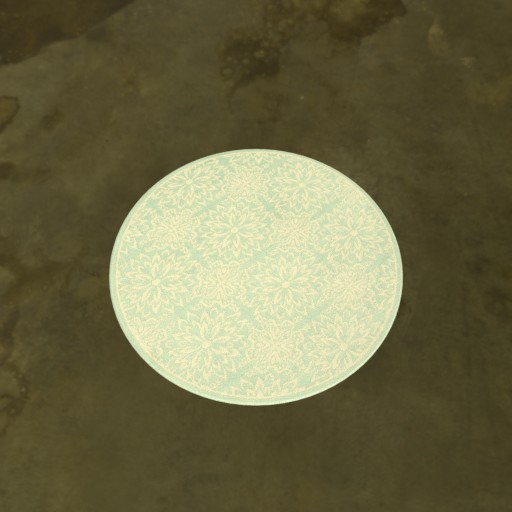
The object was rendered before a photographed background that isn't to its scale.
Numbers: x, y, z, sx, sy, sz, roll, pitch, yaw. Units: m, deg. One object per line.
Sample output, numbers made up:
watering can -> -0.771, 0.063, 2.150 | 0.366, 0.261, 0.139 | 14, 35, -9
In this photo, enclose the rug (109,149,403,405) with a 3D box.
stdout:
rug -> 0.000, 0.000, 2.439 | 1.593, 0.012, 1.593 | 0, 59, 0
